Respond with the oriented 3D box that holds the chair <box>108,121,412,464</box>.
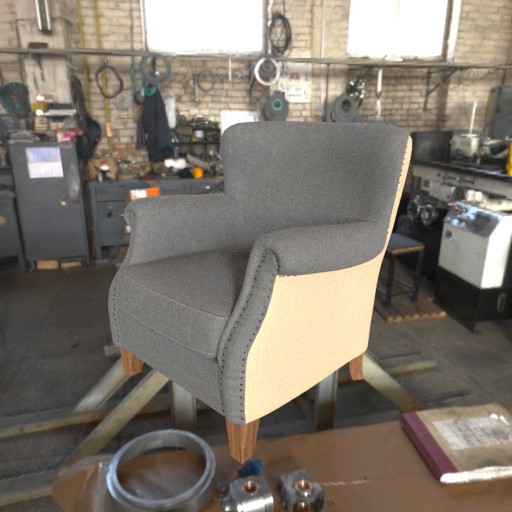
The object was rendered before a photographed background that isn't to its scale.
[{"bbox_3d":[0.000,0.000,1.637,0.861,0.936,0.921,17,25,41],"label":"chair"}]
